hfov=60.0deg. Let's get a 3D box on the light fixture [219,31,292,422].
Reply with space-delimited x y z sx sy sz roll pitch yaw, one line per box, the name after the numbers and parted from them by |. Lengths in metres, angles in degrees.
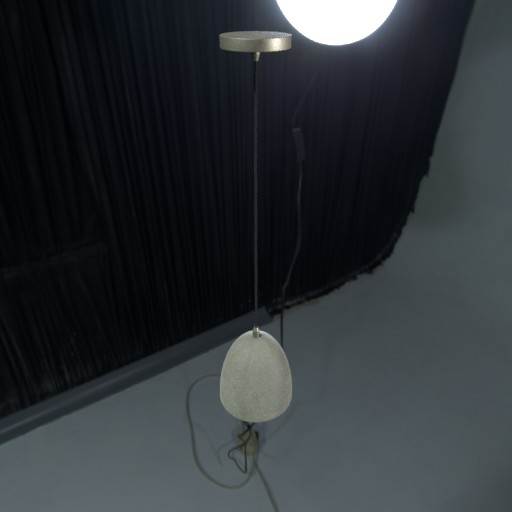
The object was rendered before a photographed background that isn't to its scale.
0.000 0.000 0.847 0.170 0.759 0.170 -21 38 -30 | light fixture
